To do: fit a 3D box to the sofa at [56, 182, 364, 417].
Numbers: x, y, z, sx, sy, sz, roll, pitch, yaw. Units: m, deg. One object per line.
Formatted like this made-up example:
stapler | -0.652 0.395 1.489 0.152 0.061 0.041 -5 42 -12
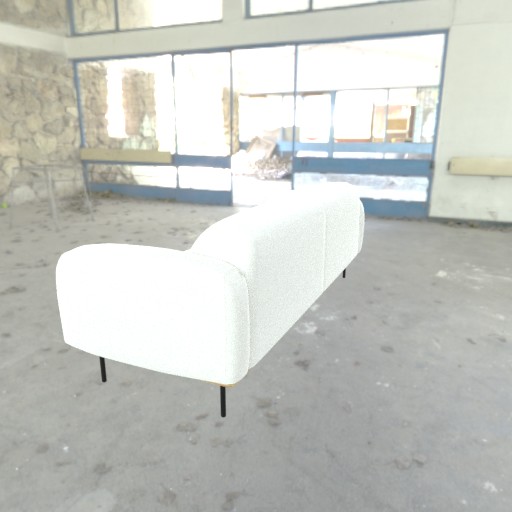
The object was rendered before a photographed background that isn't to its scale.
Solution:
sofa | 0.000 0.000 2.677 0.870 0.780 2.280 7 17 24
